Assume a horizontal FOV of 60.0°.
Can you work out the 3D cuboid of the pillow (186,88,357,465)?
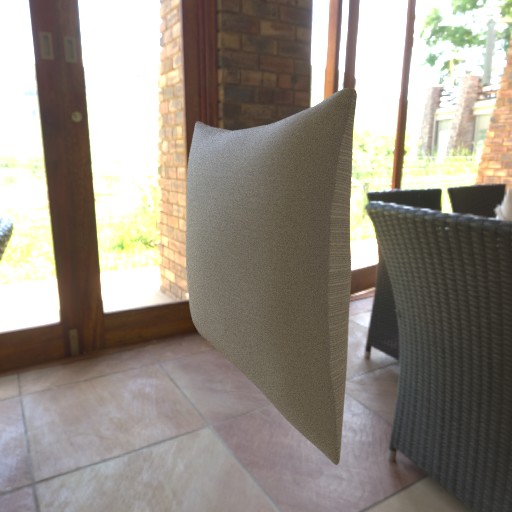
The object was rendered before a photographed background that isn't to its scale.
[{"bbox_3d":[0.000,0.000,0.781,0.204,0.497,0.512,-6,14,-27],"label":"pillow"}]
